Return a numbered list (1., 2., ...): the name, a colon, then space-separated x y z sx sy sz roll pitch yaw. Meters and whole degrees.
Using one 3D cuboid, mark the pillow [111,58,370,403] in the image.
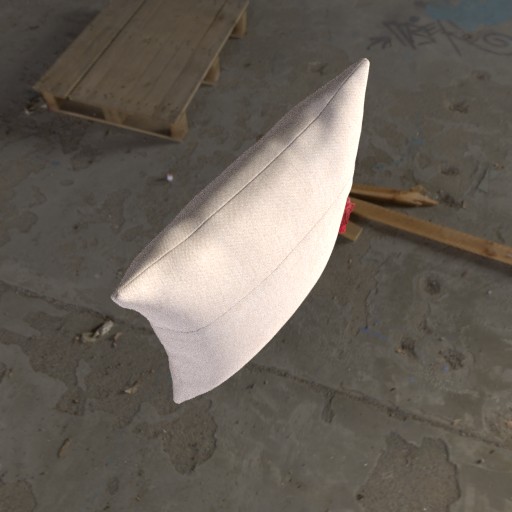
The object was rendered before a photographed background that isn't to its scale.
1. pillow: 0.000 0.000 0.666 0.173 0.436 0.433 34 64 19
